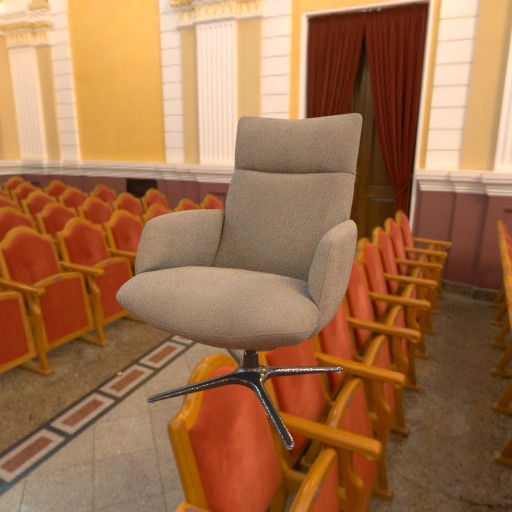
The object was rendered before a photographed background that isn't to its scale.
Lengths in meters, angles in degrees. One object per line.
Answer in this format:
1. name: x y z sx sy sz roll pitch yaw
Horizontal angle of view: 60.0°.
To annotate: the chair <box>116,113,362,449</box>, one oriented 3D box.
1. chair: 0.000 0.000 1.612 0.711 1.016 0.889 7 16 26
